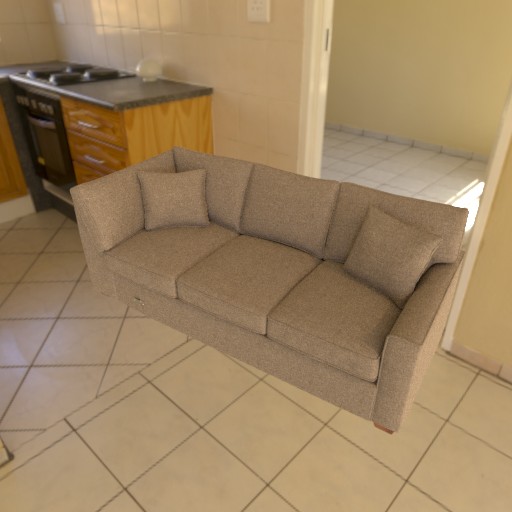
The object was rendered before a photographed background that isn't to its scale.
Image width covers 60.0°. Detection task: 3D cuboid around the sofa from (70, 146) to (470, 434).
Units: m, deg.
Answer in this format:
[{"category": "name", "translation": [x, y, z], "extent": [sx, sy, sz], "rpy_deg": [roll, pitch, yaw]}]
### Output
[{"category": "sofa", "translation": [0.000, 0.000, 2.868], "extent": [2.317, 0.962, 1.061], "rpy_deg": [18, 35, 28]}]
